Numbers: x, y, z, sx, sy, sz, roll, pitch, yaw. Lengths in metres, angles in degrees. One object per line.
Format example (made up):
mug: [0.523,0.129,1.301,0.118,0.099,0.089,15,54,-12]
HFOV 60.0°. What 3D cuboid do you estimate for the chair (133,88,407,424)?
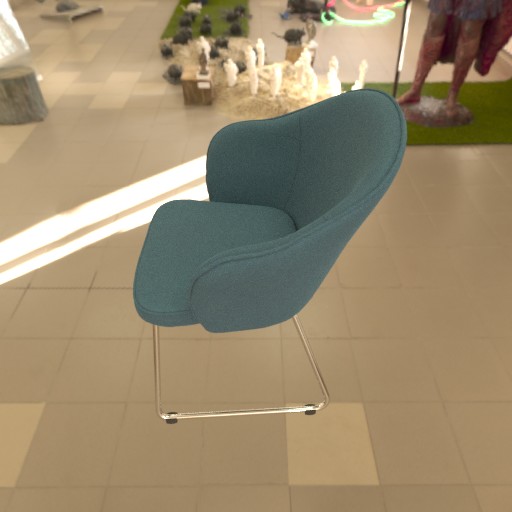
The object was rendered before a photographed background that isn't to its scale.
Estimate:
chair: [0.000,0.000,1.158,0.585,0.815,0.570,-1,41,-1]
